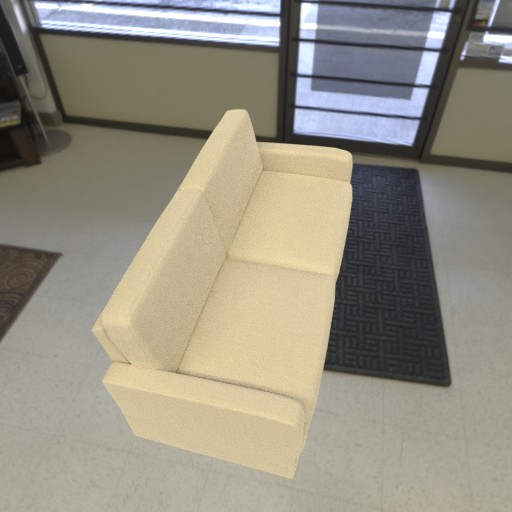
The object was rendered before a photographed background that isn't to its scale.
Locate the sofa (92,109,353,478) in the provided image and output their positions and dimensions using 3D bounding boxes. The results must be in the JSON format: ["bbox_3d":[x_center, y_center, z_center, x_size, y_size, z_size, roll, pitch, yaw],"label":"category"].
[{"bbox_3d":[0.000,0.000,2.345,0.894,0.831,1.808,11,47,10],"label":"sofa"}]
